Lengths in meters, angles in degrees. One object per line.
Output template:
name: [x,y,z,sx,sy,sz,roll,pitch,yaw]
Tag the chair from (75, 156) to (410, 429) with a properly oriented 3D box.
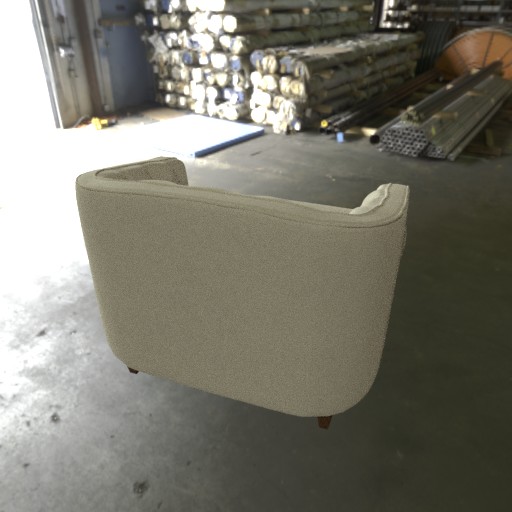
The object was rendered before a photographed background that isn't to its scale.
chair: [0.000,0.000,1.761,1.104,0.852,0.941,10,32,17]
